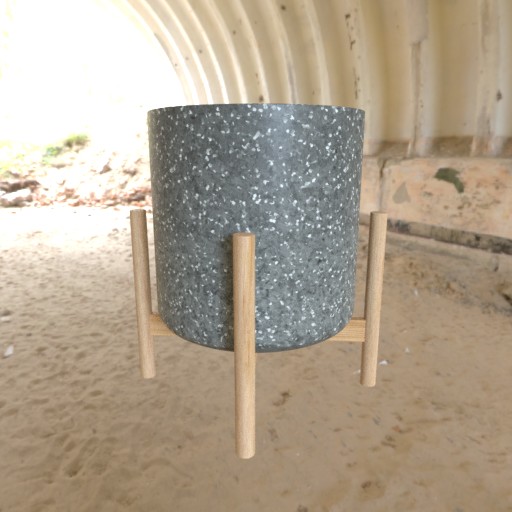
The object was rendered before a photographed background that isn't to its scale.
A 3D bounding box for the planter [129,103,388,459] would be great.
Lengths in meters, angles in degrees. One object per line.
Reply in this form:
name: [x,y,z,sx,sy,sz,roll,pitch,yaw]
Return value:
planter: [0.000,0.000,0.682,0.360,0.419,0.360,7,16,26]
